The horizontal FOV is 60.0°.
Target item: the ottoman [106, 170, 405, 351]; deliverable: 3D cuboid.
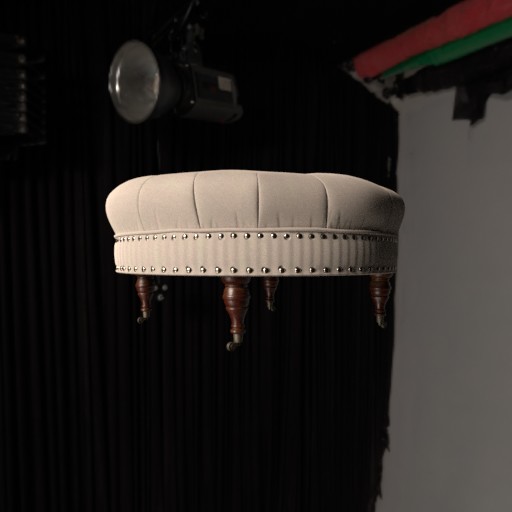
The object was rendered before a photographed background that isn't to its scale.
[{"bbox_3d":[0.000,0.000,1.400,0.901,0.439,0.901,0,0,0],"label":"ottoman"}]
